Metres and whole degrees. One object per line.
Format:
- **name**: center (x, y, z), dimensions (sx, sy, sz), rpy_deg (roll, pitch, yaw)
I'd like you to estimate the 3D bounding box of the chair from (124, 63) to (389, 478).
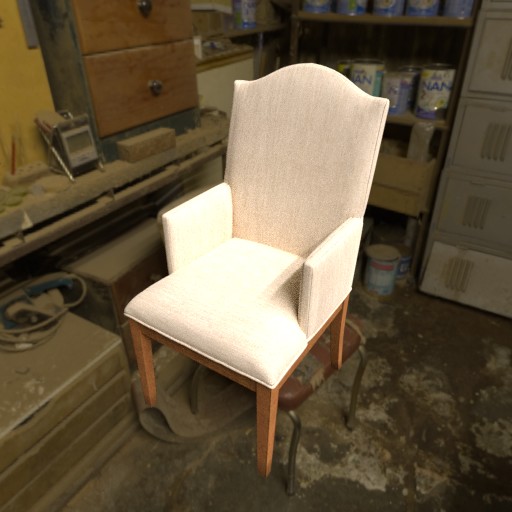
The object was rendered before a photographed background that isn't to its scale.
- **chair**: center (0.000, 0.000, 1.348), dimensions (0.533, 1.016, 0.641), rpy_deg (19, 36, 28)
